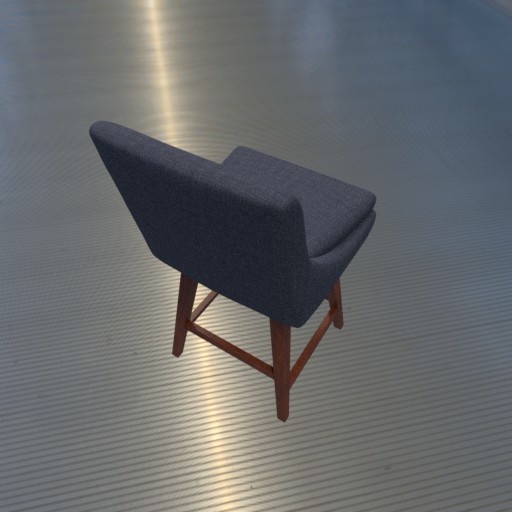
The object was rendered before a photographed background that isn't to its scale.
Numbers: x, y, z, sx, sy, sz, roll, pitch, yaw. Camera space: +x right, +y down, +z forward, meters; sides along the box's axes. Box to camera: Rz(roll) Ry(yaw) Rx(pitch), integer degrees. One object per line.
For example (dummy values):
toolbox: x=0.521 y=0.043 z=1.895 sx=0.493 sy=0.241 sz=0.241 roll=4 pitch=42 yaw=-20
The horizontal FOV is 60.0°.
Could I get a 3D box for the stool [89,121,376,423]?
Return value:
stool: x=0.000 y=0.000 z=1.183 sx=0.467 sy=0.895 sz=0.524 roll=25 pitch=51 yaw=22
